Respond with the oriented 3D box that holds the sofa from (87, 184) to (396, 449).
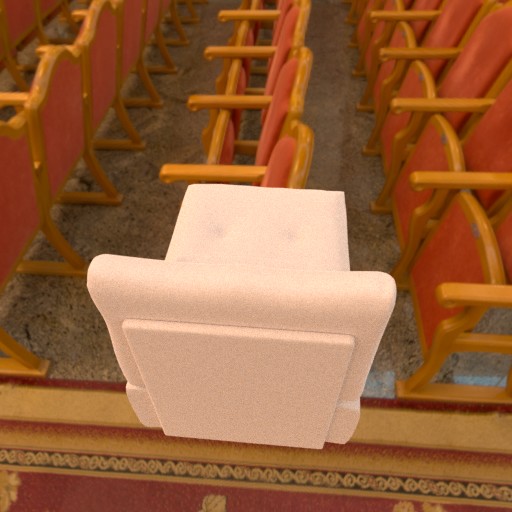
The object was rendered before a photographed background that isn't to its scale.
[{"bbox_3d":[0.000,0.000,1.532,0.700,0.820,1.000,4,47,3],"label":"sofa"}]
